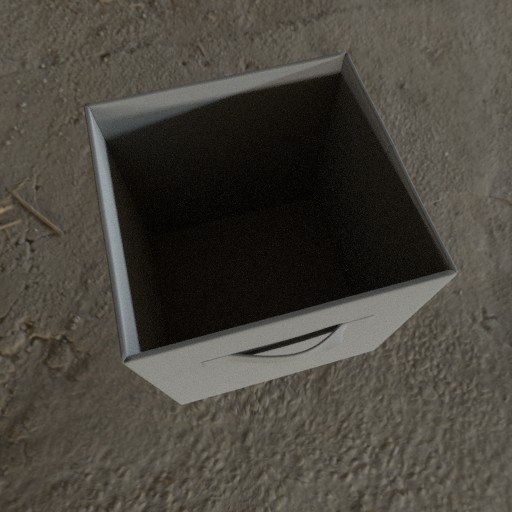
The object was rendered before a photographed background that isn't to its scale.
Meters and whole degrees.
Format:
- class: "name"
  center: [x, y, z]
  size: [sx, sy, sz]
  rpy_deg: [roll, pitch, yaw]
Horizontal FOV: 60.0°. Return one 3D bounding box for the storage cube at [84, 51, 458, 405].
- class: "storage cube"
  center: [0.000, 0.000, 0.505]
  size: [0.270, 0.280, 0.270]
  rpy_deg: [-14, 66, -6]
